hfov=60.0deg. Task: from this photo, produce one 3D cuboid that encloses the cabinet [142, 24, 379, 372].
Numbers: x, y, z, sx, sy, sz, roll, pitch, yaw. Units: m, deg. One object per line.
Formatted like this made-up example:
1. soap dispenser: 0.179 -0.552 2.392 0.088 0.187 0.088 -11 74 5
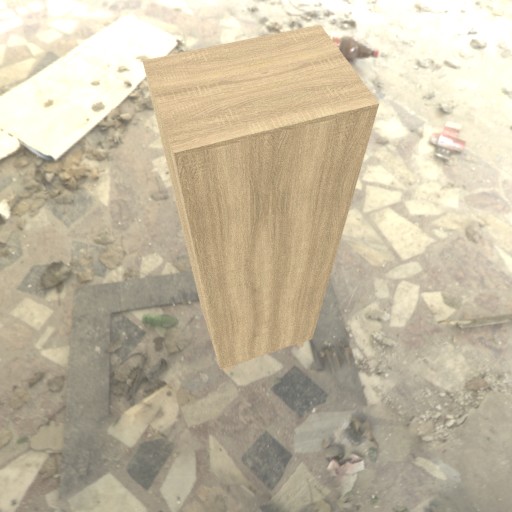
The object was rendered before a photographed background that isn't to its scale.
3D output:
1. cabinet: 0.000 0.000 2.034 0.570 1.850 0.400 -16 59 -10
